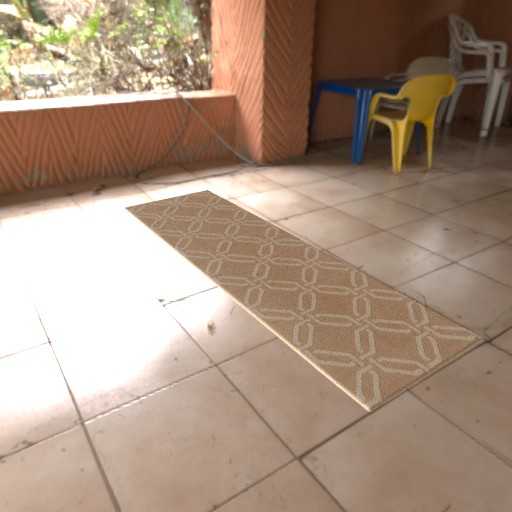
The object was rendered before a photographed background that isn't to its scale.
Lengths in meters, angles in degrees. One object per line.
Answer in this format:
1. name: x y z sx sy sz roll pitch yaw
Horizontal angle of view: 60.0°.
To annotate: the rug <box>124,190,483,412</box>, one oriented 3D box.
1. rug: 0.000 0.000 2.464 0.678 0.014 2.276 -18 32 -31
